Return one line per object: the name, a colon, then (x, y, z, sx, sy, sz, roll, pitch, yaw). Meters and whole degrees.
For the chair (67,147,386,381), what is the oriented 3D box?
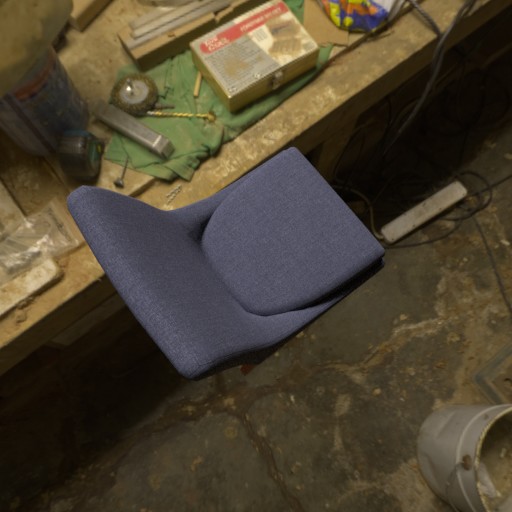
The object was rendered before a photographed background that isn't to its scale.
chair: (0.000, 0.000, 1.324, 0.655, 0.952, 0.508, -36, 77, -9)
